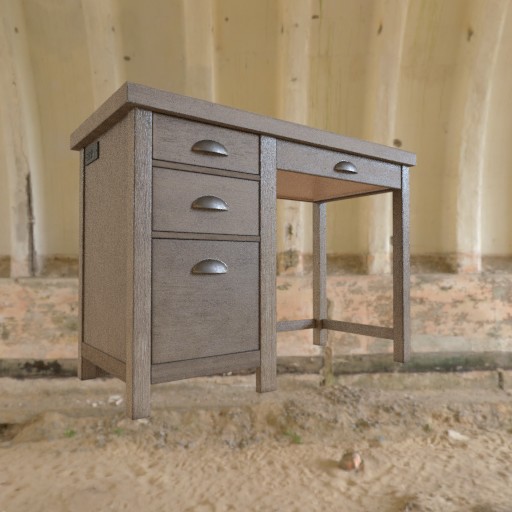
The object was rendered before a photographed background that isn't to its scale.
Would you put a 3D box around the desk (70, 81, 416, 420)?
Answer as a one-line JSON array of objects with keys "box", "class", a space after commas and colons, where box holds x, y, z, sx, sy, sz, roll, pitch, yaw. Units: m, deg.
[{"box": [0.000, 0.000, 1.793, 1.289, 0.912, 0.610, 1, -2, -36], "class": "desk"}]
